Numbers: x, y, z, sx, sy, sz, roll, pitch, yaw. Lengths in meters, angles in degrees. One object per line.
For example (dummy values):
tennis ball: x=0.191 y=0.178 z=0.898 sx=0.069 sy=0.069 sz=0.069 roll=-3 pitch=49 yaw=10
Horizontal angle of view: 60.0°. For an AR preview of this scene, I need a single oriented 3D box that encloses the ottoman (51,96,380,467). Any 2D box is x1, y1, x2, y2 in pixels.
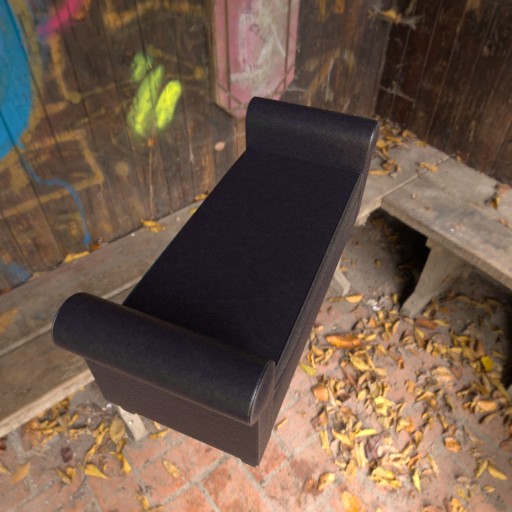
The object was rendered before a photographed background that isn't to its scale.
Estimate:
ottoman: x=0.000 y=0.000 z=1.516 sx=0.521 sy=0.547 sz=1.256 roll=17 pitch=48 yaw=16
